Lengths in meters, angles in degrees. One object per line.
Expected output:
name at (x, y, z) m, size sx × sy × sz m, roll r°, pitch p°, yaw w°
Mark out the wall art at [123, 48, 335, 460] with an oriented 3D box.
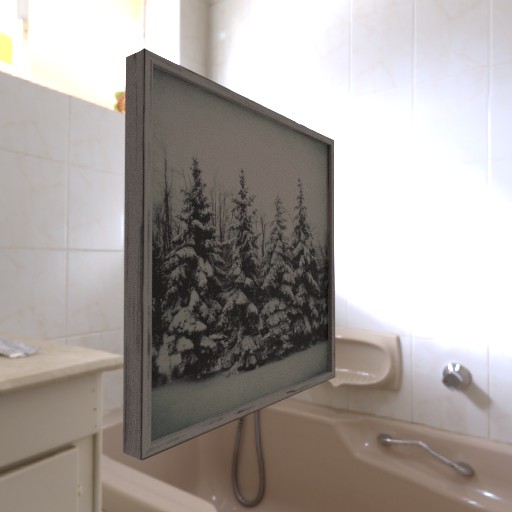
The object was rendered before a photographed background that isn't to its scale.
wall art at (0.000, 0.000, 0.755) m, size 0.038 × 0.506 × 0.506 m, roll -1°, pitch -2°, yaw 37°
